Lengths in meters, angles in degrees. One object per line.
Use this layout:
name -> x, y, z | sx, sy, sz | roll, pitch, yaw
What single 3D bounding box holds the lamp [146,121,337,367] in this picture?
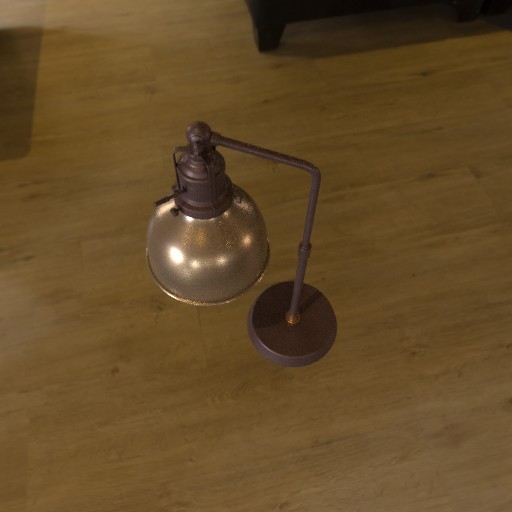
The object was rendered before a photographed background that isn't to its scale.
lamp -> 0.000, 0.000, 0.617 | 0.298, 0.469, 0.175 | 3, 58, 2
